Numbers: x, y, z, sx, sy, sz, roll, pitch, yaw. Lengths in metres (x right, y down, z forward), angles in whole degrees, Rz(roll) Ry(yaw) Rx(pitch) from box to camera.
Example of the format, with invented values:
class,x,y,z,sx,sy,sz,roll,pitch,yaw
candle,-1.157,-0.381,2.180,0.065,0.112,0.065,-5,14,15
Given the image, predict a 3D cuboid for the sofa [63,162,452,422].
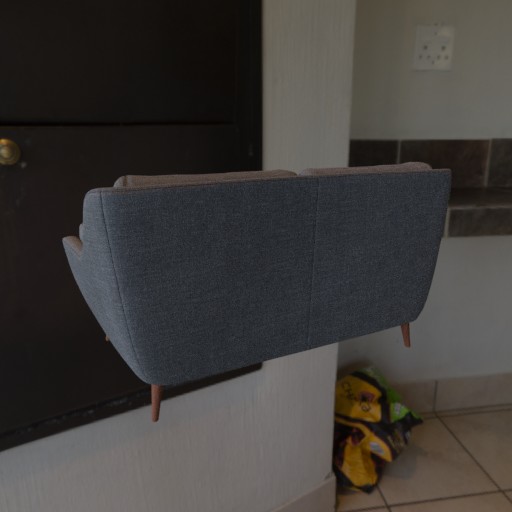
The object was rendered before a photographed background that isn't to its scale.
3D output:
class,x,y,z,sx,sy,sz,roll,pitch,yaw
sofa,0.000,0.000,2.138,1.646,0.887,0.976,-8,18,-26
